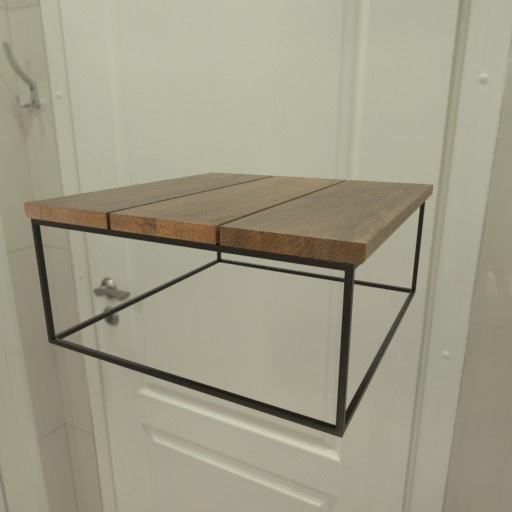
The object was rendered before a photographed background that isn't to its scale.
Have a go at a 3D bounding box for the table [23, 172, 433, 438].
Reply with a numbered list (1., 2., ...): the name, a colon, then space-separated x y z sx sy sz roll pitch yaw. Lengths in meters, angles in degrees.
1. table: 0.000 0.000 1.394 0.900 0.400 0.900 8 18 27
